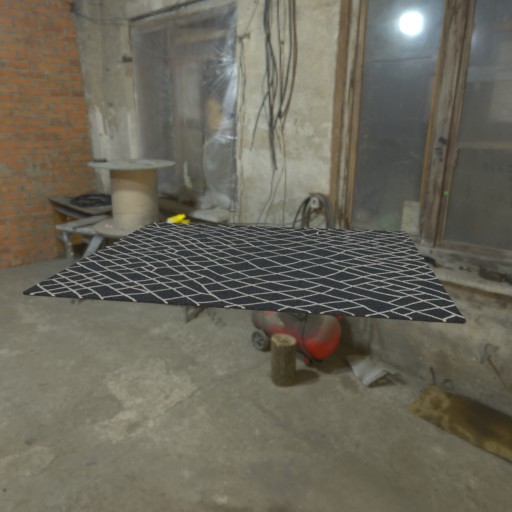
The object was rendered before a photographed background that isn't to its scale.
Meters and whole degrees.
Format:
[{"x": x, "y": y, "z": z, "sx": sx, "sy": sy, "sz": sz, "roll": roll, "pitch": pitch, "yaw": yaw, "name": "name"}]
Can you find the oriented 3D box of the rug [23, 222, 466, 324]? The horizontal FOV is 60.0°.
[{"x": 0.000, "y": 0.000, "z": 4.117, "sx": 3.047, "sy": 0.022, "sz": 2.439, "roll": 3, "pitch": 17, "yaw": 9, "name": "rug"}]
